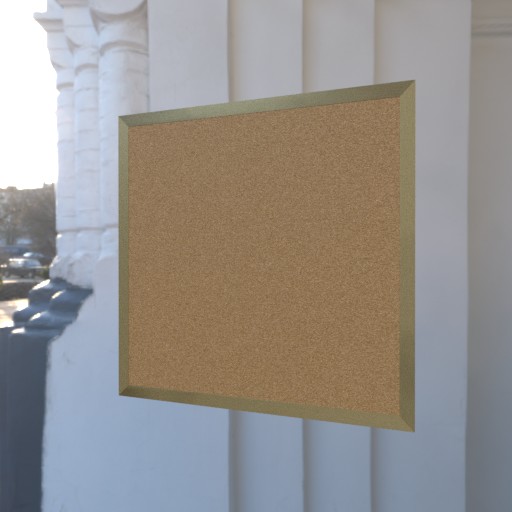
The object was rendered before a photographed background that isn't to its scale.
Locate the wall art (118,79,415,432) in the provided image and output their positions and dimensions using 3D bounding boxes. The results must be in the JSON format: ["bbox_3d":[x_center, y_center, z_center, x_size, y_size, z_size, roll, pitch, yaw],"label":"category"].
[{"bbox_3d":[0.000,0.000,0.451,0.304,0.305,0.038,0,0,19],"label":"wall art"}]
